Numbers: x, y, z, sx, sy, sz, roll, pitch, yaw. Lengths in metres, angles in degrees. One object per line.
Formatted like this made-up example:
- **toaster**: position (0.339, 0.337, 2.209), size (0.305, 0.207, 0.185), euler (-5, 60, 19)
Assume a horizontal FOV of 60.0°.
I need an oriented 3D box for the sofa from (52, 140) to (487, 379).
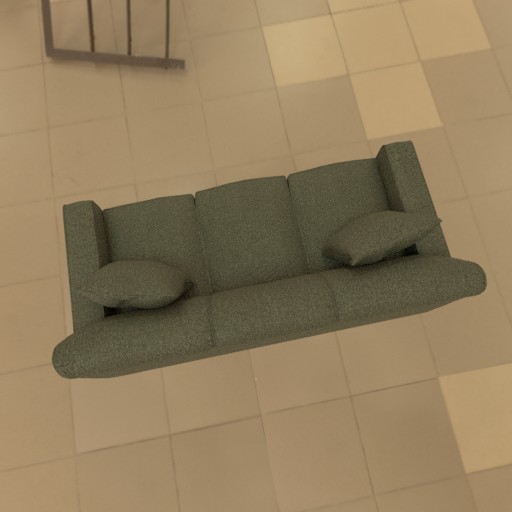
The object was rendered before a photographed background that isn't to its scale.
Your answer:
- **sofa**: position (0.000, 0.000, 2.523), size (2.024, 0.958, 0.997), euler (-11, 75, -3)
